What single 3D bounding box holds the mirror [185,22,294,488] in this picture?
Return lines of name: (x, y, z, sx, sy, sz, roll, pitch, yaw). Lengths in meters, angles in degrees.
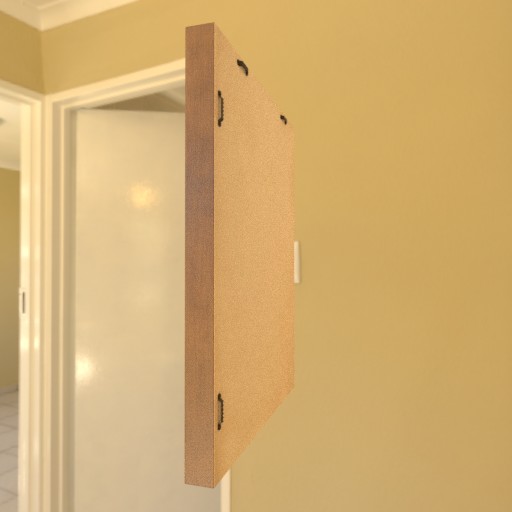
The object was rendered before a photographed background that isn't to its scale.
mirror: (0.000, 0.000, 0.681, 0.041, 0.509, 0.406, 0, -1, 17)
